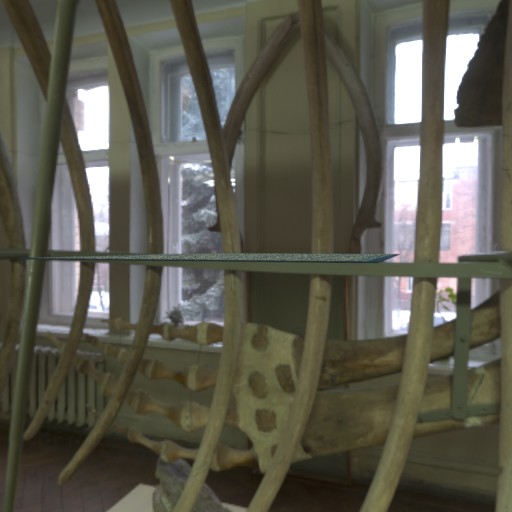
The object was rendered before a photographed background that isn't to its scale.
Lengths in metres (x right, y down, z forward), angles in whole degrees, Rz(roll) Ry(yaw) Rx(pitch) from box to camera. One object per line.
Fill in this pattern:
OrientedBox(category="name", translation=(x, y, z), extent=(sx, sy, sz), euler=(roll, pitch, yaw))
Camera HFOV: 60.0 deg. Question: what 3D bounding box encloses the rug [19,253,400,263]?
OrientedBox(category="rug", translation=(0.000, 0.000, 4.112), extent=(2.438, 0.010, 3.048), euler=(0, 1, 20))
